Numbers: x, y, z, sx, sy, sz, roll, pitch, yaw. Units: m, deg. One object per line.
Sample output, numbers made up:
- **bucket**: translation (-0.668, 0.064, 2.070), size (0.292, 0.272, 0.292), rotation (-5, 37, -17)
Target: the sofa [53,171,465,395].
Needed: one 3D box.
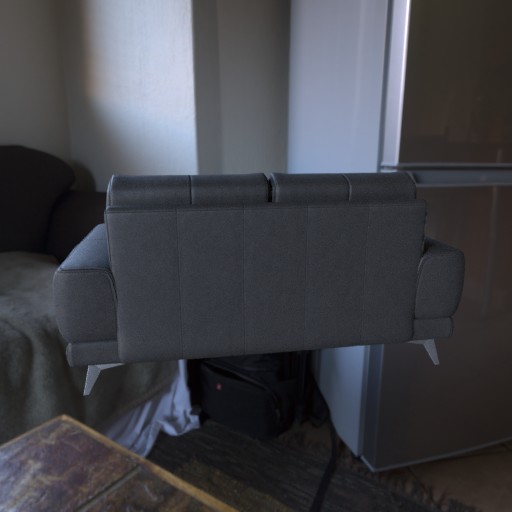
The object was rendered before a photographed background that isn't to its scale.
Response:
- **sofa**: translation (0.000, 0.000, 2.337), size (1.806, 0.907, 1.018), rotation (-2, 15, -9)
